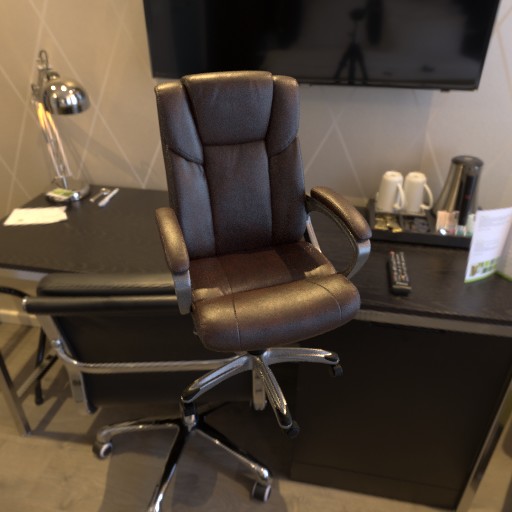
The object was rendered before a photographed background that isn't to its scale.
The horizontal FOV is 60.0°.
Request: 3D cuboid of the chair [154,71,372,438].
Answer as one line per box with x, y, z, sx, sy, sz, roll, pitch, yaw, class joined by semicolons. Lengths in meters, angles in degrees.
0.000;0.000;1.557;0.656;1.128;0.692;-10;32;-16;chair
